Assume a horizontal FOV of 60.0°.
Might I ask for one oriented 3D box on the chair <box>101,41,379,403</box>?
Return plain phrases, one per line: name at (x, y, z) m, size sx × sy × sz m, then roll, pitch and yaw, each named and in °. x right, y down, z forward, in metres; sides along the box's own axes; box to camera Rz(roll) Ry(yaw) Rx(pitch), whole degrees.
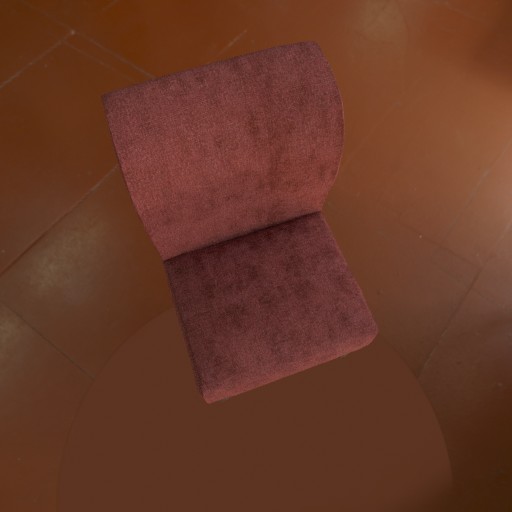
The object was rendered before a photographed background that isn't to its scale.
chair at (0.000, 0.000, 1.266) m, size 0.538 × 0.846 × 0.640 m, roll -18°, pitch 66°, yaw -8°
